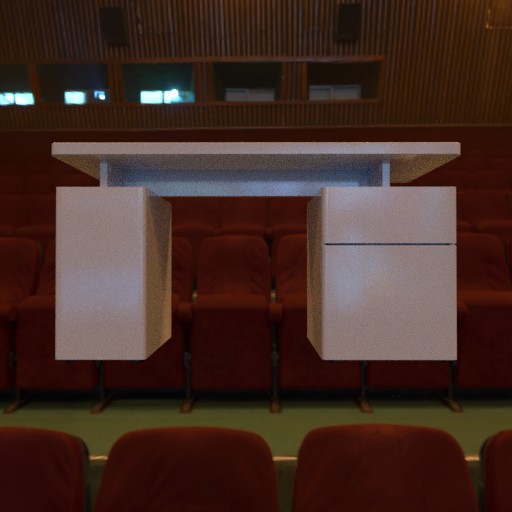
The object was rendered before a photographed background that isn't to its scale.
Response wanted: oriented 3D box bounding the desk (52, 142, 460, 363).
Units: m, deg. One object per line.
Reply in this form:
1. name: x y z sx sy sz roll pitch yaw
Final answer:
1. desk: 0.000 0.000 1.768 1.400 0.762 0.550 0 -1 0
